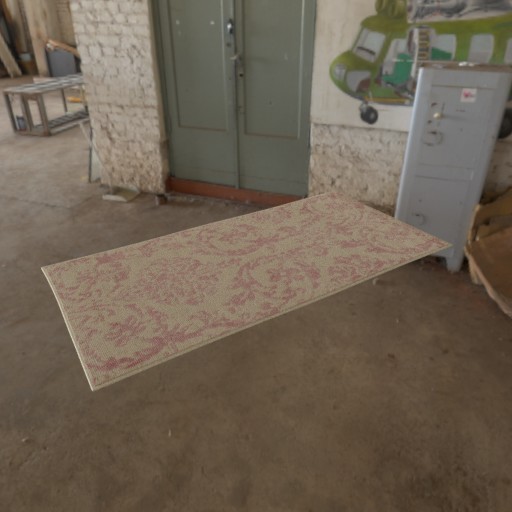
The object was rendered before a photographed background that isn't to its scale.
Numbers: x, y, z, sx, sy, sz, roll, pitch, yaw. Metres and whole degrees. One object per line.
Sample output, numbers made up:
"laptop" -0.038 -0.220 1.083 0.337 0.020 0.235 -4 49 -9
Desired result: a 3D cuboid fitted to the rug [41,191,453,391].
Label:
"rug" 0.000 0.000 1.453 1.219 0.007 0.604 -18 34 -28
